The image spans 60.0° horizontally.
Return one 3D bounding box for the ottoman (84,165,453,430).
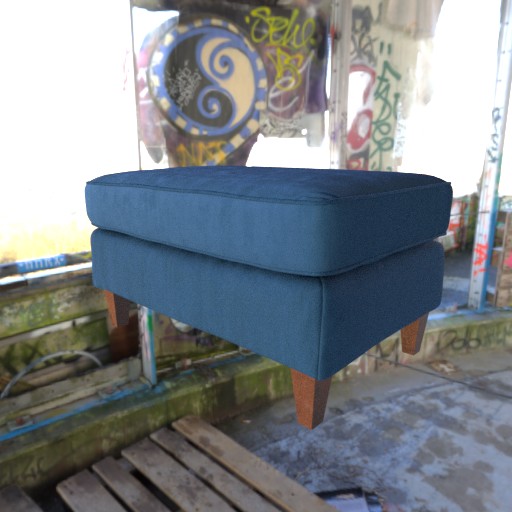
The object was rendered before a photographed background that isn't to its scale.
[{"bbox_3d":[0.000,0.000,1.226,0.862,0.484,0.583,13,18,42],"label":"ottoman"}]
